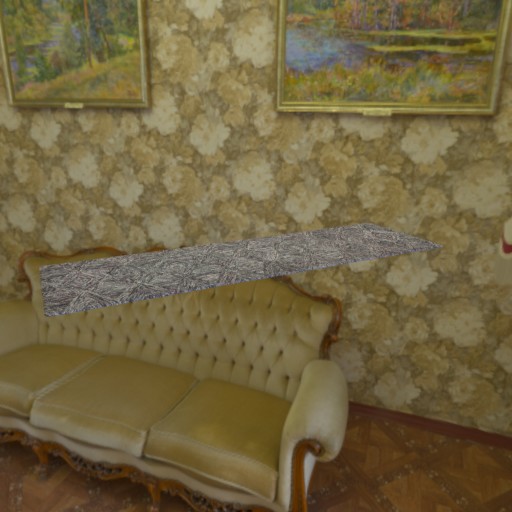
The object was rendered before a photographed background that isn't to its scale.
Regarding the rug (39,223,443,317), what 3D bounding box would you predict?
[{"bbox_3d":[0.000,0.000,2.613,2.305,0.013,0.719,-9,20,-26],"label":"rug"}]
